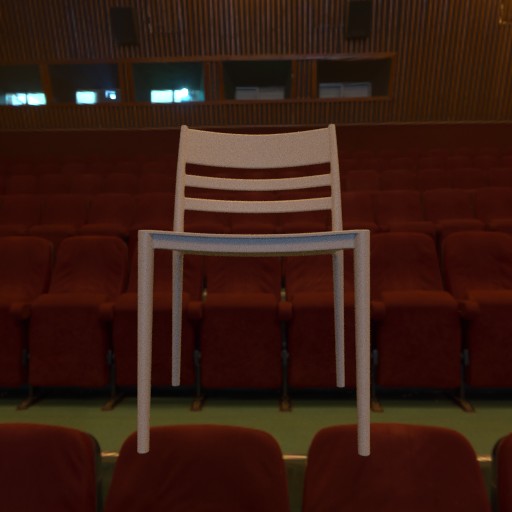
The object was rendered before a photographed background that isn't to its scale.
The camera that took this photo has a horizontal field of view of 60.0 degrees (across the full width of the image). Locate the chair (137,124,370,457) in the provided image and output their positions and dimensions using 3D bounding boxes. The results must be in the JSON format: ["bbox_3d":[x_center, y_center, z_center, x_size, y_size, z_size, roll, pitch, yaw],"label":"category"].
[{"bbox_3d":[0.000,0.000,1.140,0.531,0.800,0.511,0,0,1],"label":"chair"}]
